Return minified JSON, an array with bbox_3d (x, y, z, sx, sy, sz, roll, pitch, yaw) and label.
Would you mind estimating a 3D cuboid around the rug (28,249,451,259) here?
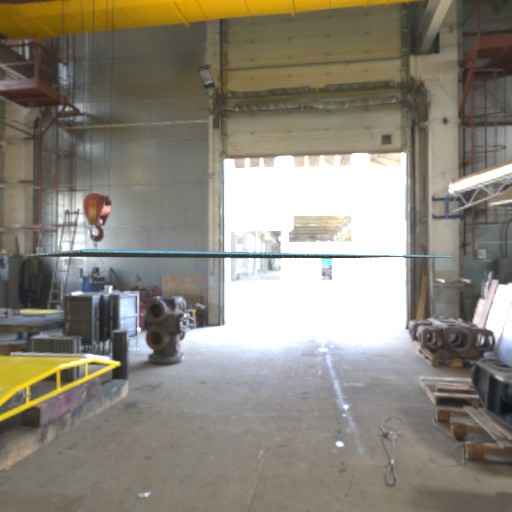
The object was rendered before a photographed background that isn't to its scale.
[{"bbox_3d":[0.000,0.000,1.411,1.219,0.007,0.604,1,-1,-36],"label":"rug"}]
